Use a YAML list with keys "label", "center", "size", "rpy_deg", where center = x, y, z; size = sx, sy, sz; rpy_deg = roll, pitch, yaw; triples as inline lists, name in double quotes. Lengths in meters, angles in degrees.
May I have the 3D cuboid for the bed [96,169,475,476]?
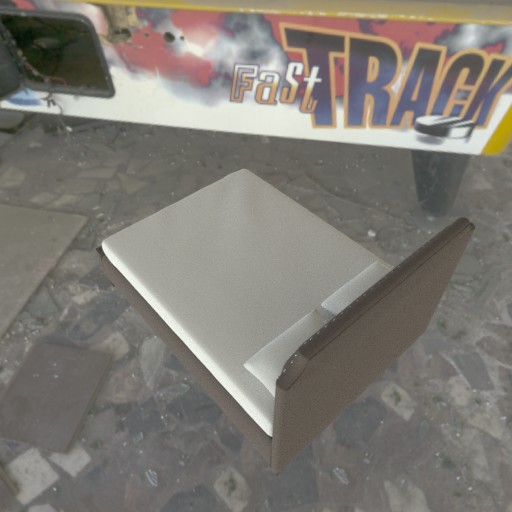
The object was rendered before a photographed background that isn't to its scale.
- label: "bed"
  center: [0.000, 0.000, 3.453]
  size: [1.713, 1.443, 2.372]
  rpy_deg: [-33, 54, -27]
